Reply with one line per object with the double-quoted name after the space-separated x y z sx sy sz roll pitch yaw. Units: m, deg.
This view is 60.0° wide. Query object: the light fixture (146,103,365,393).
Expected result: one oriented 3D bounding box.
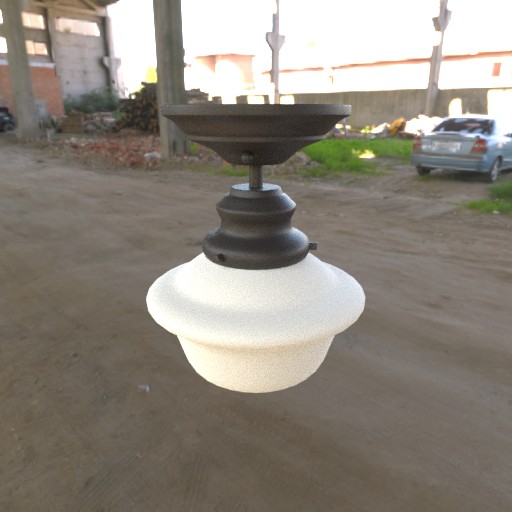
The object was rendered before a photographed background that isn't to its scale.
0.000 0.000 0.396 0.197 0.254 0.197 0 18 0 "light fixture"
